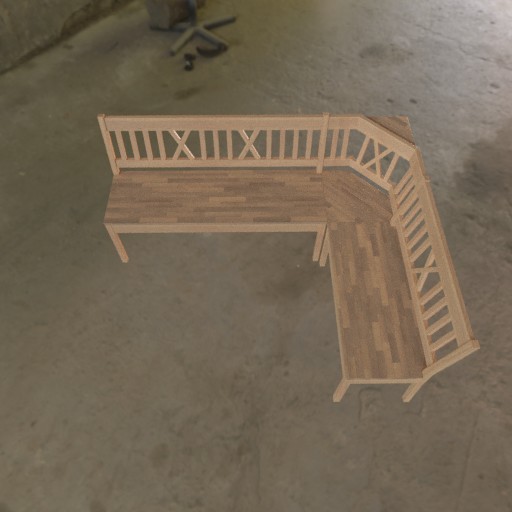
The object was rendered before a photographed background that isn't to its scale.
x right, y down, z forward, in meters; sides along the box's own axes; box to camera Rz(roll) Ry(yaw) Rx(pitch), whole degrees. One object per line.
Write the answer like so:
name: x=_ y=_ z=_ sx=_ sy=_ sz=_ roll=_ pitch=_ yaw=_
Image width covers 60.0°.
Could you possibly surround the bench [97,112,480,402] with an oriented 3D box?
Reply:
bench: x=0.000 y=0.000 z=2.712 sx=1.937 sy=0.902 sz=1.537 roll=0 pitch=57 yaw=0
